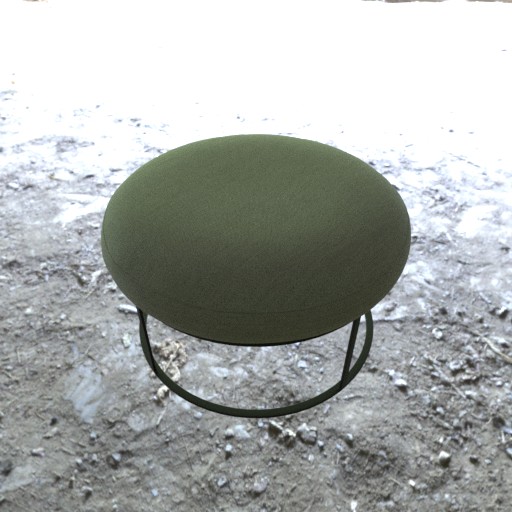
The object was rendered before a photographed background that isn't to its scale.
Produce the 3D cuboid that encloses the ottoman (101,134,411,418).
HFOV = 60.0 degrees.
[{"bbox_3d":[0.000,0.000,1.220,0.769,0.459,0.769,0,40,0],"label":"ottoman"}]
